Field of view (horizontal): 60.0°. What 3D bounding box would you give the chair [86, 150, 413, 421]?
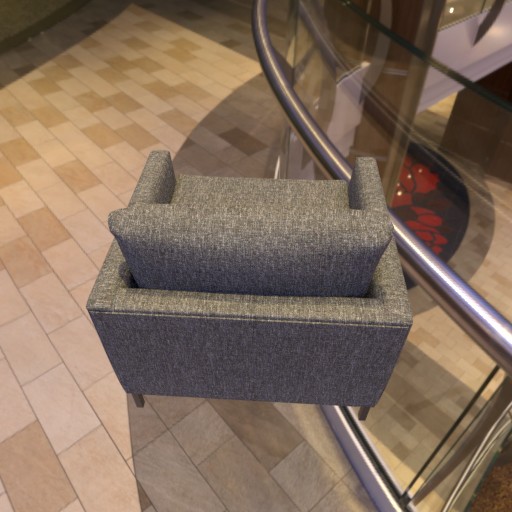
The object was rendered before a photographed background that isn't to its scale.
[{"bbox_3d":[0.000,0.000,1.680,0.963,0.861,0.866,2,45,2],"label":"chair"}]
